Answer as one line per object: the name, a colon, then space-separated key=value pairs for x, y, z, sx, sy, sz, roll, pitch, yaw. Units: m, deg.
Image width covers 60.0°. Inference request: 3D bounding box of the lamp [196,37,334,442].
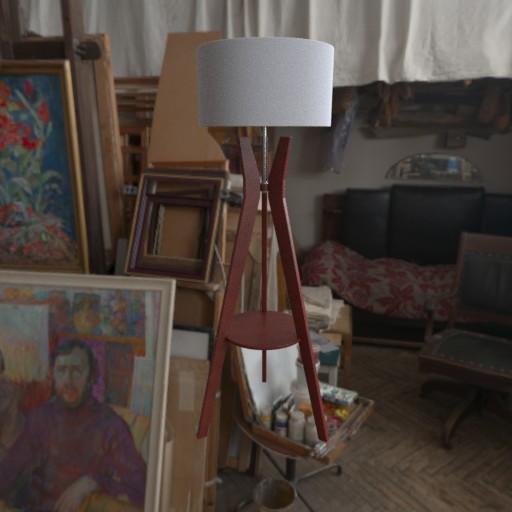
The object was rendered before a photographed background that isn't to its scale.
lamp: x=0.000 y=0.000 z=1.722 sx=0.542 sy=1.472 sz=0.539 roll=-8 pitch=18 yaw=-27
